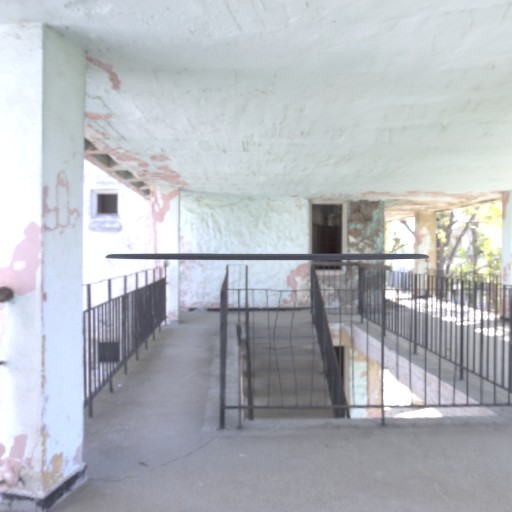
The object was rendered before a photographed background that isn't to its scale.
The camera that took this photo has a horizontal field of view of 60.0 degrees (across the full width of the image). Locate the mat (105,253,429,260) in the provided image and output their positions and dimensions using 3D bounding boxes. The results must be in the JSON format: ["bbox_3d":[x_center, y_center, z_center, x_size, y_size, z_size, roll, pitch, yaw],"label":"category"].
[{"bbox_3d":[0.000,0.000,1.645,1.220,0.016,0.917,0,1,18],"label":"mat"}]
